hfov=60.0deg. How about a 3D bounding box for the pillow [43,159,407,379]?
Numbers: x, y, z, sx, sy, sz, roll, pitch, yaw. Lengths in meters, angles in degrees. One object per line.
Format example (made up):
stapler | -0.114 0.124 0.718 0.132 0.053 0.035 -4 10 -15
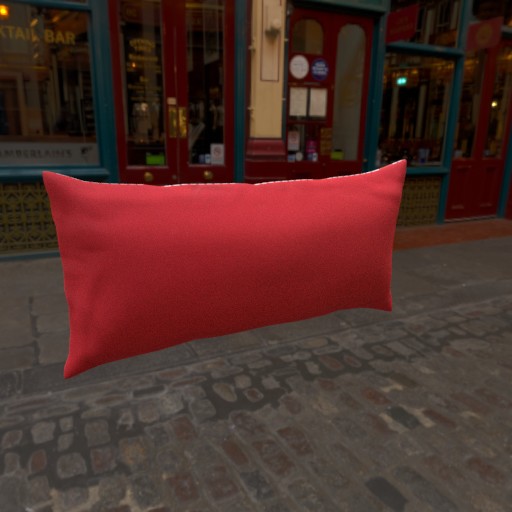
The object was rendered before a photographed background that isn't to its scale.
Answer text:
pillow | 0.000 0.000 0.724 0.608 0.297 0.151 -7 16 -25
